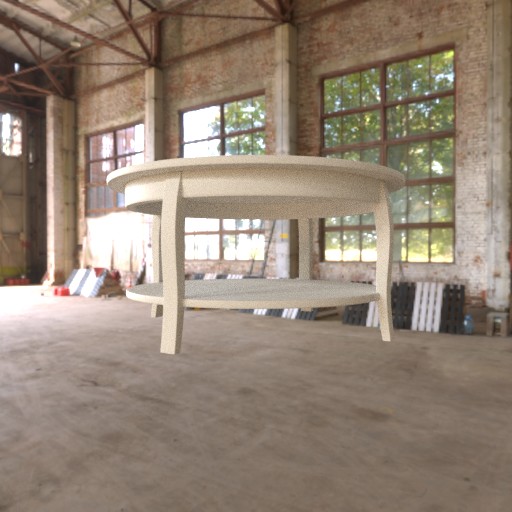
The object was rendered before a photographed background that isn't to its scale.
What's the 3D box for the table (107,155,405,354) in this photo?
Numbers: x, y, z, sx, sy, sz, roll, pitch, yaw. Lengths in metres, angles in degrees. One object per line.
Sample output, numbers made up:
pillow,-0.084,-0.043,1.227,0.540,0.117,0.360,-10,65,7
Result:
table,0.000,0.000,1.430,0.910,0.457,0.910,0,1,0
